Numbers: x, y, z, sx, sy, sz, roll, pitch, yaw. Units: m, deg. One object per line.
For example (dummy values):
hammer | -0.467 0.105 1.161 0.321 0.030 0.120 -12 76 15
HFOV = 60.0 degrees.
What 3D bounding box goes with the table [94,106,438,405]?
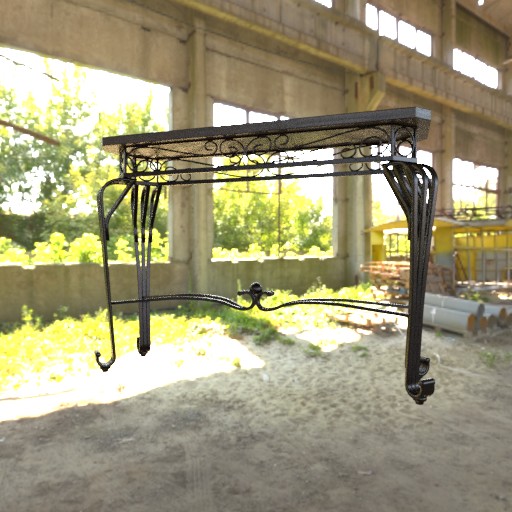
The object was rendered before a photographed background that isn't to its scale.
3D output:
table | 0.000 0.000 1.478 1.112 0.800 0.329 0 1 19
